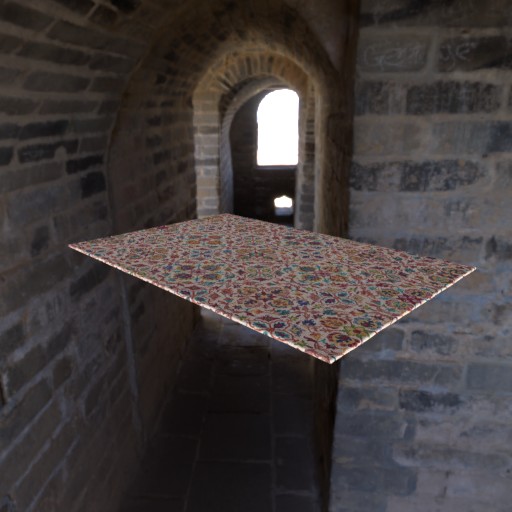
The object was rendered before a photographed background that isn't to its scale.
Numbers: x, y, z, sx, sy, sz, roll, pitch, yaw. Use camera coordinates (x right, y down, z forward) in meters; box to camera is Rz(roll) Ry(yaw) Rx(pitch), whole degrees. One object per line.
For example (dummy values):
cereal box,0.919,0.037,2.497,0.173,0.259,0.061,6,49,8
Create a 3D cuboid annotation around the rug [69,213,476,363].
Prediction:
rug,0.000,0.000,2.969,2.297,0.018,1.541,16,24,42
